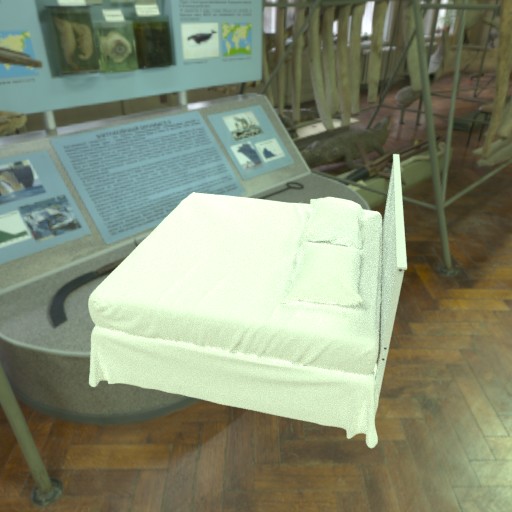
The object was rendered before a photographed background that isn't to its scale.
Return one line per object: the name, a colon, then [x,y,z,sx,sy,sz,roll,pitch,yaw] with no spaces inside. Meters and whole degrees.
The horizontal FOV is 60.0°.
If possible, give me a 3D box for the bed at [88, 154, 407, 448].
bed: [0.000,0.000,3.695,2.215,1.273,2.317,7,31,12]
